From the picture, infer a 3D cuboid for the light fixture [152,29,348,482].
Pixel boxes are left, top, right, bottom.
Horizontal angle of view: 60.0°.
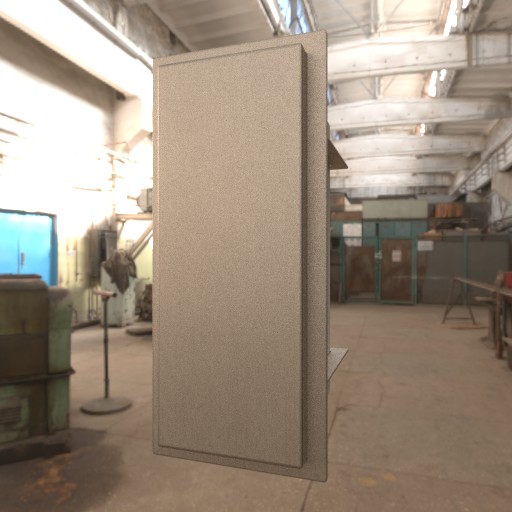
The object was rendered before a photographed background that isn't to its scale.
[{"bbox_3d":[0.000,0.000,0.457,0.168,0.380,0.160,0,0,19],"label":"light fixture"}]
